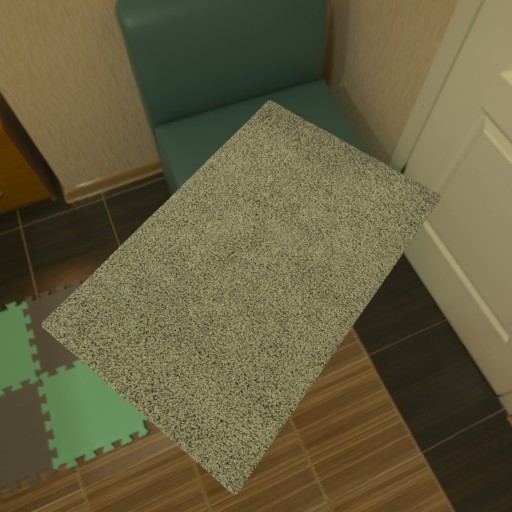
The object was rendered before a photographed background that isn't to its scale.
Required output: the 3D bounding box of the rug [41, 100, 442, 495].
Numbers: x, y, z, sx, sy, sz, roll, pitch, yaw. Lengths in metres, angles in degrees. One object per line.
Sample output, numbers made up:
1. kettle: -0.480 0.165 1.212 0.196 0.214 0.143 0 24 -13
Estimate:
1. rug: 0.000 0.000 3.410 1.778 0.030 2.743 34 68 16
